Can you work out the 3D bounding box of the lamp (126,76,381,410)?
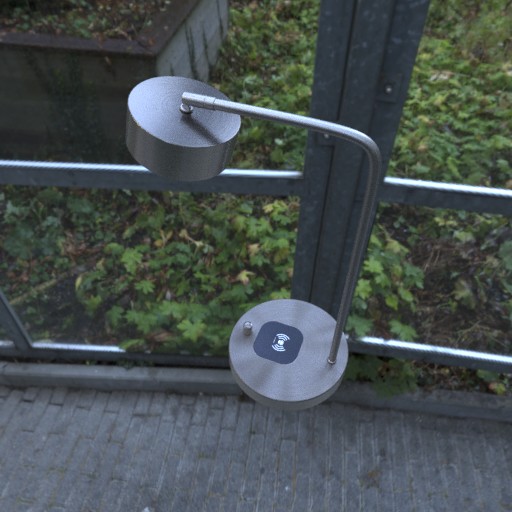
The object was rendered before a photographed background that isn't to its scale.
[{"bbox_3d":[0.000,0.000,0.651,0.334,0.469,0.211,16,48,15],"label":"lamp"}]
